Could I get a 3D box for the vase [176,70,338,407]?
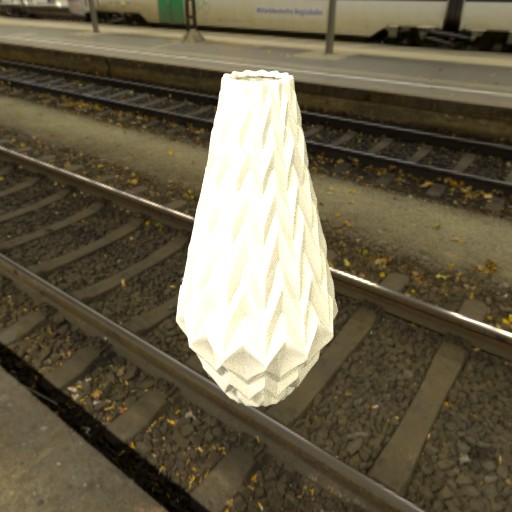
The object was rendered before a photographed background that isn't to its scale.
[{"bbox_3d":[0.000,0.000,0.429,0.167,0.328,0.167,0,32,0],"label":"vase"}]
